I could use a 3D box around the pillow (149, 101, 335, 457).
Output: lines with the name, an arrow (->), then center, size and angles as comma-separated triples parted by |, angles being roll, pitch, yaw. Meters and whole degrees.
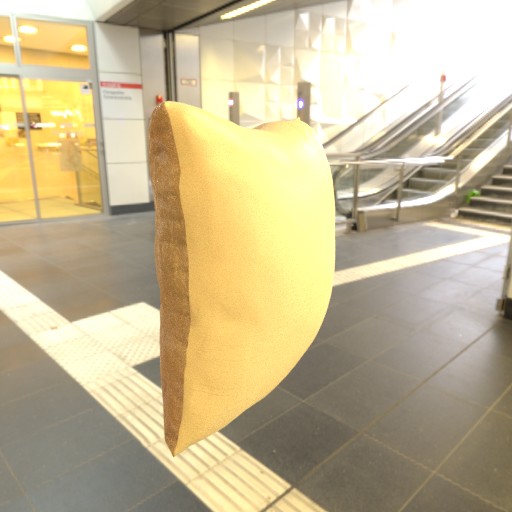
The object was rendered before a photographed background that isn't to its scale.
pillow -> 0.000, 0.000, 0.715 | 0.245, 0.448, 0.450 | 8, 17, 26
